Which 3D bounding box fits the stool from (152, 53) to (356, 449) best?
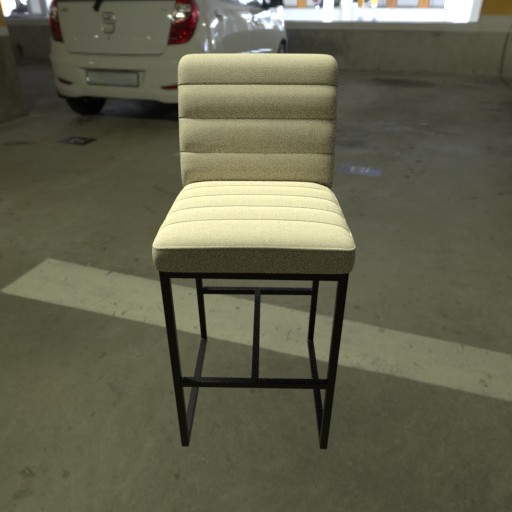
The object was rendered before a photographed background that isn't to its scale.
[{"bbox_3d":[0.000,0.000,1.297,0.460,1.040,0.560,1,30,1],"label":"stool"}]
